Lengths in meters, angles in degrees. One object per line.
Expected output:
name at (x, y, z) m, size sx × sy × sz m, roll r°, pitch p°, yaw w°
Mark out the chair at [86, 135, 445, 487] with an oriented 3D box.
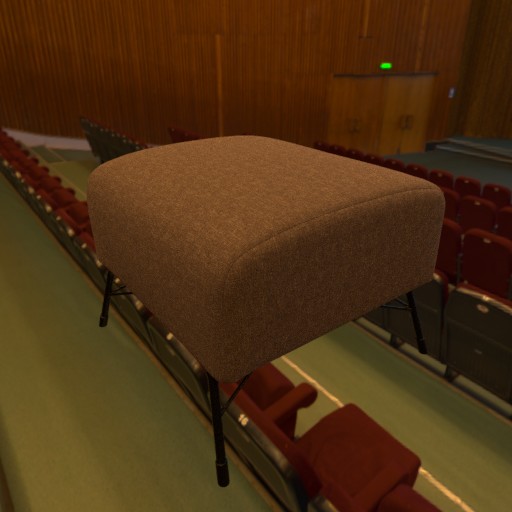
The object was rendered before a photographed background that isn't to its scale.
chair at (0.000, 0.000, 0.903) m, size 0.530 × 0.410 × 0.530 m, roll -19°, pitch 32°, yaw -33°
